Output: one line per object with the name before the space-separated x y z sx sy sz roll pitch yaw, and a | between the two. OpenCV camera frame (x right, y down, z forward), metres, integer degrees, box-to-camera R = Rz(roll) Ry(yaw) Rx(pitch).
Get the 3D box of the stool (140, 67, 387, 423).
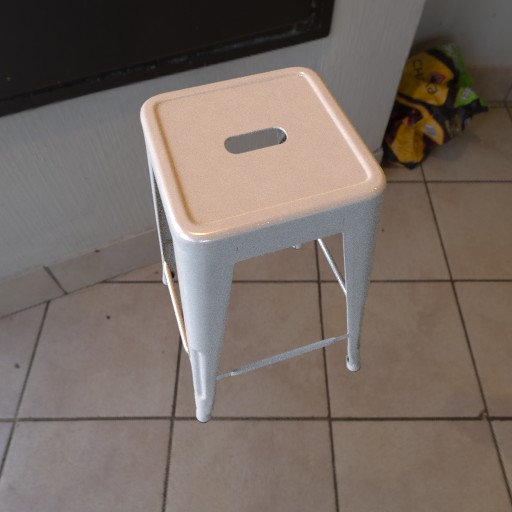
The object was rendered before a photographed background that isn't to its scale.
stool | 0.000 0.000 0.882 0.406 0.610 0.406 -16 58 -10
